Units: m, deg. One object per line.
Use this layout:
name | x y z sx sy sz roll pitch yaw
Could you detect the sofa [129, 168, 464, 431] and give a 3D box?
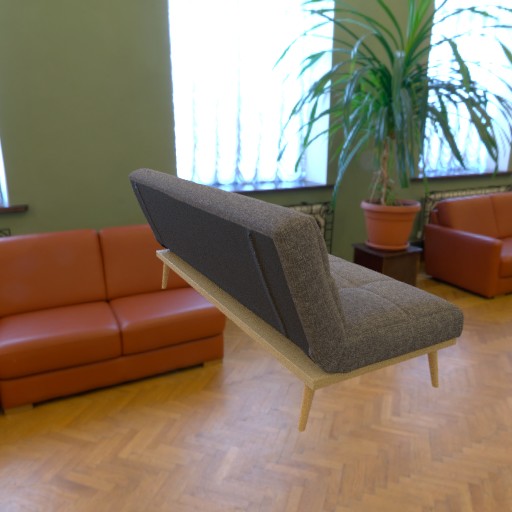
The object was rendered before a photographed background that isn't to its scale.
sofa | 0.000 0.000 2.216 0.820 0.770 1.820 -8 18 -27
